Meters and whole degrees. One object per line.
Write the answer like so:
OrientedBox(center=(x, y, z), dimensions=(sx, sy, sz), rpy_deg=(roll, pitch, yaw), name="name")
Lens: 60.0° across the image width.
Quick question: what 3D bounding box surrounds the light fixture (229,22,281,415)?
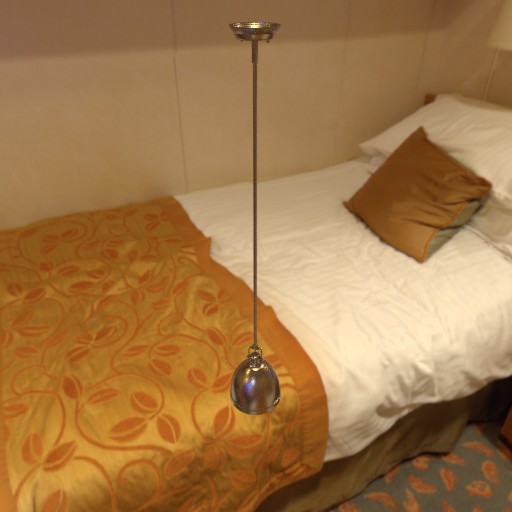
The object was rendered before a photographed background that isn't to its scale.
OrientedBox(center=(0.000, 0.000, 1.472), dimensions=(0.217, 1.367, 0.211), rpy_deg=(9, 34, 14), name="light fixture")
